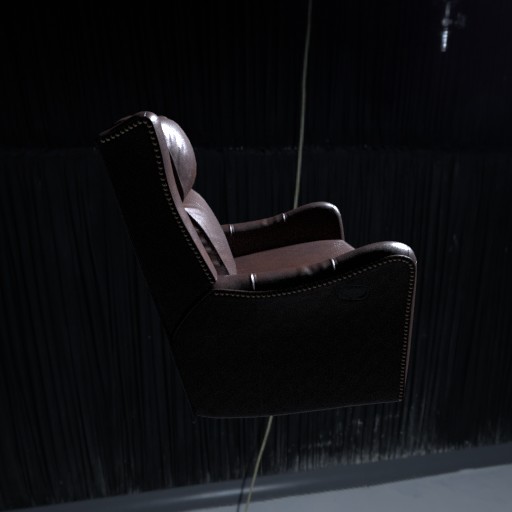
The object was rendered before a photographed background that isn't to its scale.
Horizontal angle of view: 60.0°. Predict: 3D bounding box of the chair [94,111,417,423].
[{"bbox_3d":[0.000,0.000,1.782,1.008,1.084,0.869,-3,17,-8],"label":"chair"}]
